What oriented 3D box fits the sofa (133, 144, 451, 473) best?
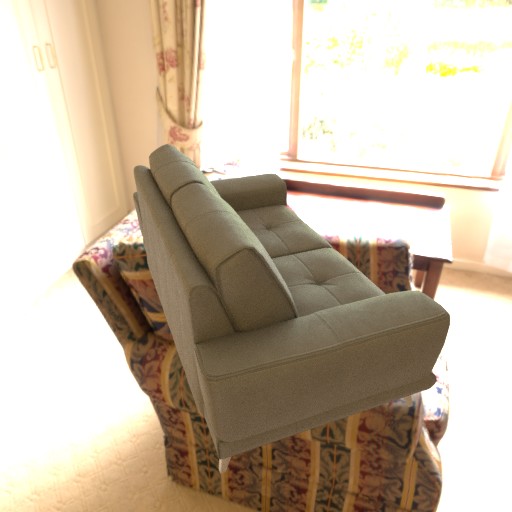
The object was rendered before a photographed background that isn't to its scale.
[{"bbox_3d":[0.000,0.000,2.329,1.018,0.907,1.806,-11,32,-18],"label":"sofa"}]
